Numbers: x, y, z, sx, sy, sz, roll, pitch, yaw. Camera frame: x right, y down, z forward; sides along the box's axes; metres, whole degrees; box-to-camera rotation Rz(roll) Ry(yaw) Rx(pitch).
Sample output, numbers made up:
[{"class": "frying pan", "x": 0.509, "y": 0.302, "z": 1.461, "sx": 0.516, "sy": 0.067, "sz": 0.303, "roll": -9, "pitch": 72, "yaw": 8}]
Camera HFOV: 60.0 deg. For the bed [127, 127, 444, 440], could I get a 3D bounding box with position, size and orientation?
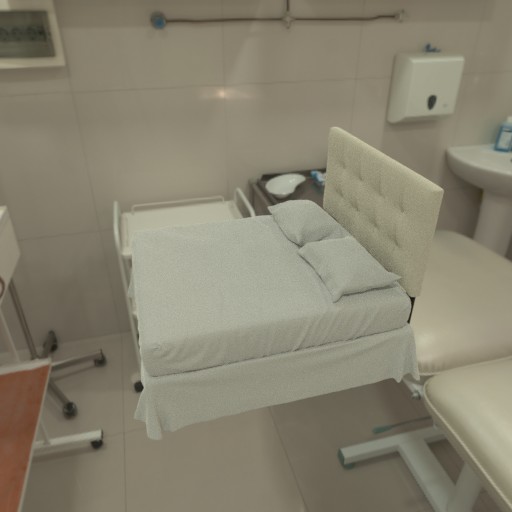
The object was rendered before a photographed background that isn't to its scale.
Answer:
[{"class": "bed", "x": 0.000, "y": 0.000, "z": 3.640, "sx": 2.222, "sy": 1.577, "sz": 1.936, "roll": -8, "pitch": 32, "yaw": -13}]
